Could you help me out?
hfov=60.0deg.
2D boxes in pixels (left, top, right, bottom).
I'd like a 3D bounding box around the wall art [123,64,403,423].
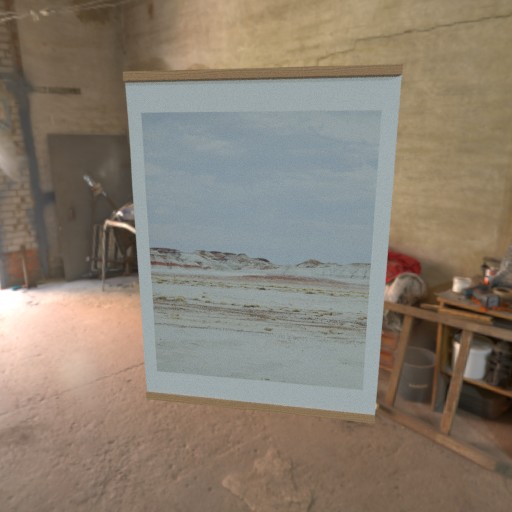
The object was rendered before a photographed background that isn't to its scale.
[{"bbox_3d":[0.000,0.000,1.293,0.739,1.016,0.020,3,15,10],"label":"wall art"}]
